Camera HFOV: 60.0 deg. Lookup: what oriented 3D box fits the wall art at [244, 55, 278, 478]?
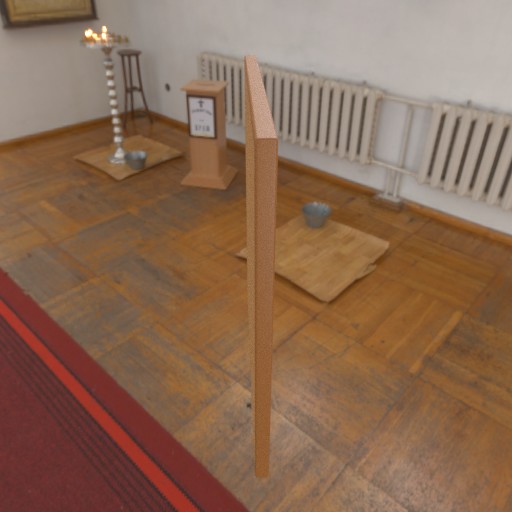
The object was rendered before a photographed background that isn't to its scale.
[{"bbox_3d":[0.000,0.000,0.747,0.022,0.553,0.452,-1,33,-2],"label":"wall art"}]
